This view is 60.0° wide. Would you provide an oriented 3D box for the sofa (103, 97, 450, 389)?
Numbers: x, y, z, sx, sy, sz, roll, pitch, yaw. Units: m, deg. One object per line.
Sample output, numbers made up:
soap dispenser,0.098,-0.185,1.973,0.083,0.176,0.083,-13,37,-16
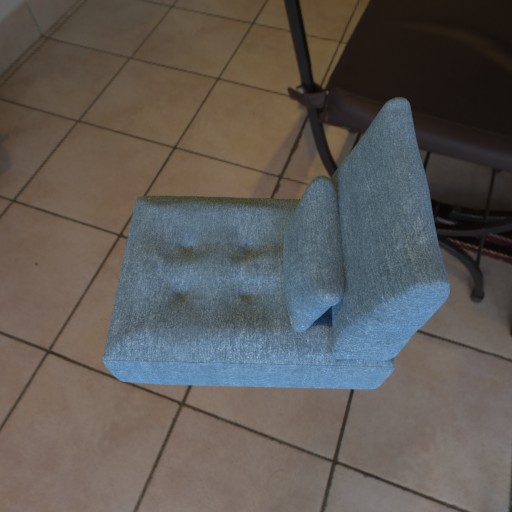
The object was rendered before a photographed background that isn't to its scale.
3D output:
sofa,0.000,0.000,1.532,1.000,0.820,0.700,1,59,1
